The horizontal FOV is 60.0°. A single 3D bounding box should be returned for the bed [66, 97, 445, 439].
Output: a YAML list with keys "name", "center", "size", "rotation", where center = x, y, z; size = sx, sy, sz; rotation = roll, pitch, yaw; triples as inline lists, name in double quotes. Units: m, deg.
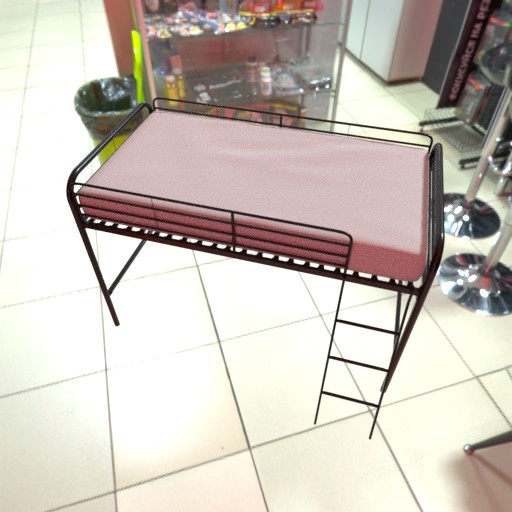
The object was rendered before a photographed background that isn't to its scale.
- name: "bed"
  center: [0.000, 0.000, 2.862]
  size: [1.968, 1.289, 1.393]
  rotation: [11, 46, 11]
